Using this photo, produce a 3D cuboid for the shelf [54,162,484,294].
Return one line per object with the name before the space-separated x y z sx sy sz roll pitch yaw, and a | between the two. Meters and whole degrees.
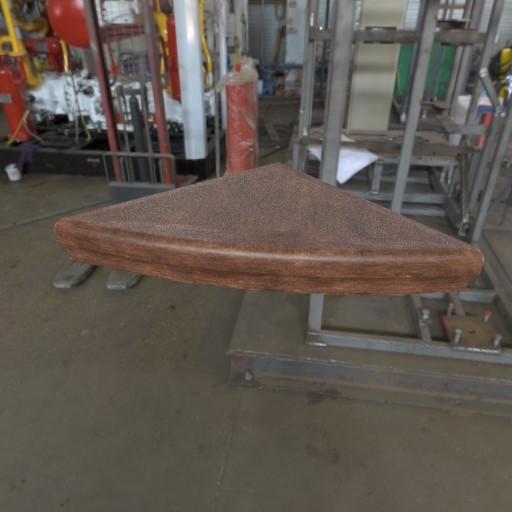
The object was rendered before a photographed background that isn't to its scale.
shelf | 0.000 0.000 0.455 0.310 0.050 0.310 -21 37 -31
